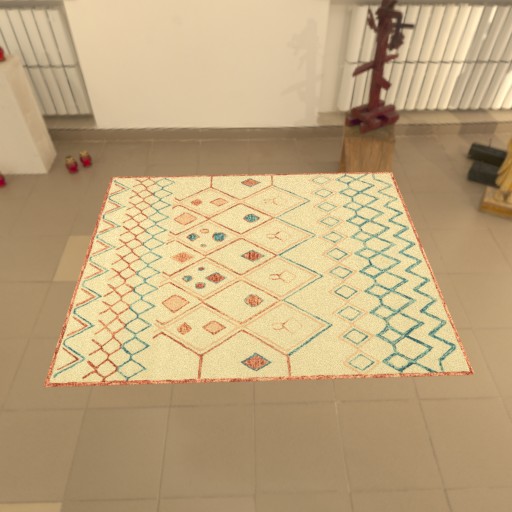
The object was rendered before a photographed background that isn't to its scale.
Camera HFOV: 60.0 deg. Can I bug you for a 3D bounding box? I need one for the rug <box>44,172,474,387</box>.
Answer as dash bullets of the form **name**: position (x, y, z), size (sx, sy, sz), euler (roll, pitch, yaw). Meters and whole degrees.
- **rug**: position (0.000, 0.000, 3.977), size (3.050, 0.016, 2.441), euler (-1, 46, -1)
